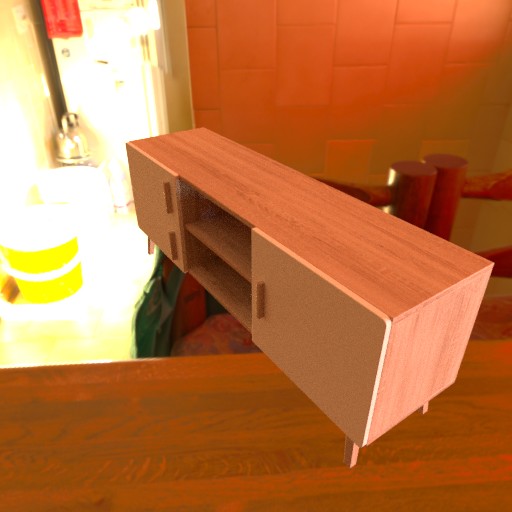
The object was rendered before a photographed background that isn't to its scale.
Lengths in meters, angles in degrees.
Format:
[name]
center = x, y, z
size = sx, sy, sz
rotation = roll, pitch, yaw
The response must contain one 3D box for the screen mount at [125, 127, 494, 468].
[screen mount]
center = 0.000, 0.000, 1.688
size = 0.420, 0.570, 1.500
rotation = -20, 37, -29
